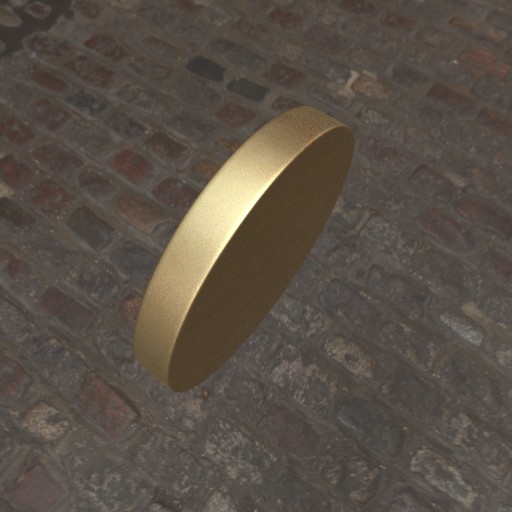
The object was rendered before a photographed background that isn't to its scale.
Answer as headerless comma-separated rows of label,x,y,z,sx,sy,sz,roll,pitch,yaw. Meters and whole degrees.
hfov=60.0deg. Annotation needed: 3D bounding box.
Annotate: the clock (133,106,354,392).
clock,0.000,0.000,0.467,0.040,0.314,0.314,34,69,15
